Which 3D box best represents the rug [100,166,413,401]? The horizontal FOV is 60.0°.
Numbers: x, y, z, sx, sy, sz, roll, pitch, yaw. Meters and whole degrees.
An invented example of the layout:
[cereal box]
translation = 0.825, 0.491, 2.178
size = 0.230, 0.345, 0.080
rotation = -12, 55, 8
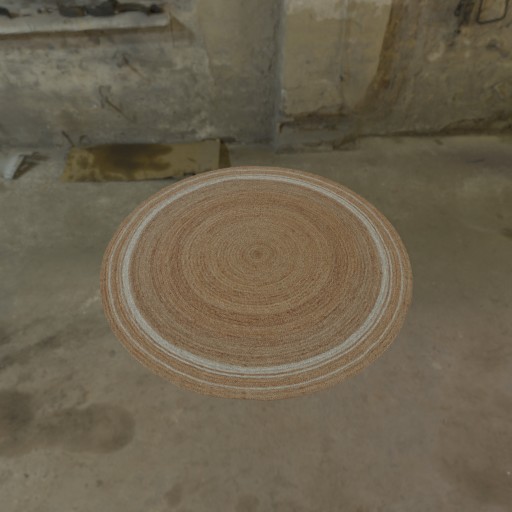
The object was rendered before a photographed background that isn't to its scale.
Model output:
[rug]
translation = 0.000, 0.000, 3.565
size = 2.444, 0.015, 2.444
rotation = 0, 47, 0
